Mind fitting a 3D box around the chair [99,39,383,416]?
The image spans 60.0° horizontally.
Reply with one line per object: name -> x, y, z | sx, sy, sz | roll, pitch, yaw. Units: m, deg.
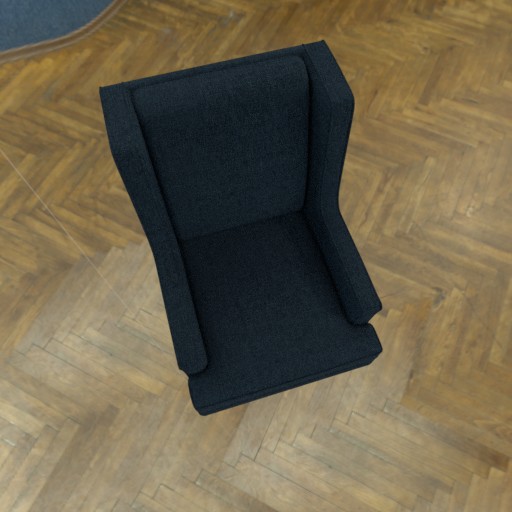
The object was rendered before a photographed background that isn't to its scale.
chair -> 0.000, 0.000, 1.712 | 0.764, 1.072, 0.947 | -15, 65, -7
